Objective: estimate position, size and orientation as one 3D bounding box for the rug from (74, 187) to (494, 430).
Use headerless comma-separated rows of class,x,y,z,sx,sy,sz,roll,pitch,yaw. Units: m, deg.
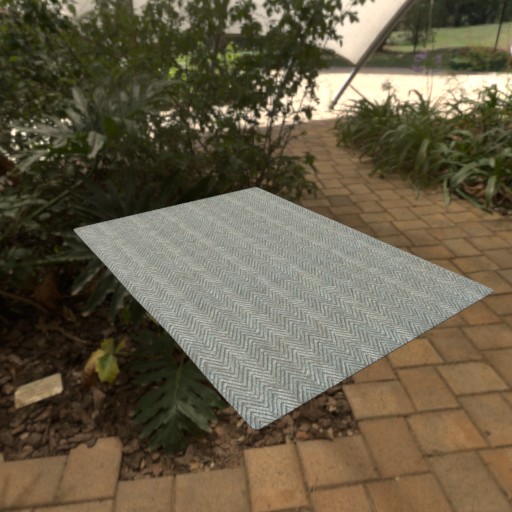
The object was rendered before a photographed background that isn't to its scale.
rug,0.000,0.000,4.981,2.894,0.011,3.957,-18,32,-32
